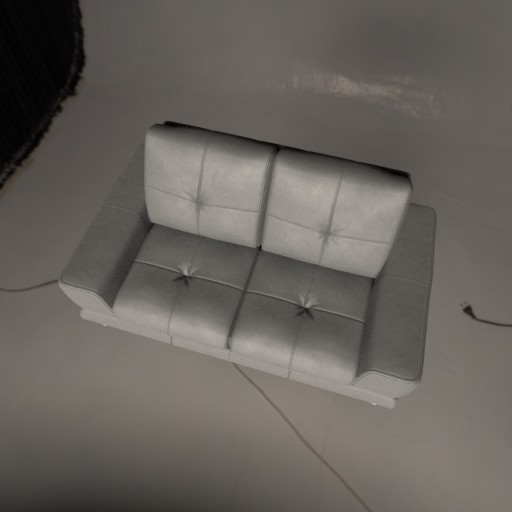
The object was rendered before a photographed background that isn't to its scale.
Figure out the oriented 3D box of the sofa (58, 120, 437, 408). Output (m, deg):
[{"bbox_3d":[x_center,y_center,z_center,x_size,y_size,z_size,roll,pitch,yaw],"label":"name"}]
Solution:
[{"bbox_3d":[0.000,0.000,2.360,1.806,0.907,1.018,14,60,8],"label":"sofa"}]
